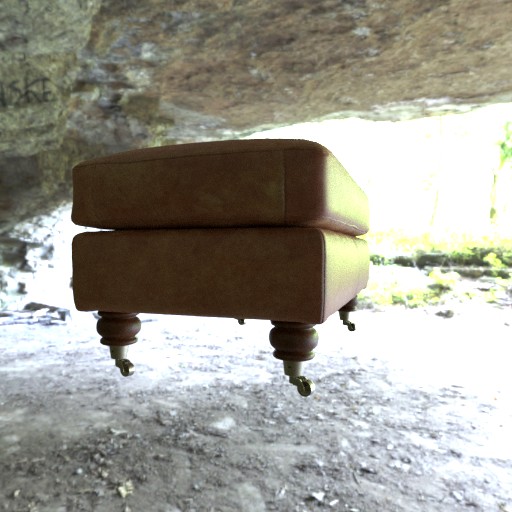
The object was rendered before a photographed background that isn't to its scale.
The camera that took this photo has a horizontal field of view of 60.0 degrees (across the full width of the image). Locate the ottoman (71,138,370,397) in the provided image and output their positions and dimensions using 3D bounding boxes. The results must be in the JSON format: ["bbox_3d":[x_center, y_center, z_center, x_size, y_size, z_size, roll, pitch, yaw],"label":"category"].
[{"bbox_3d":[0.000,0.000,1.218,0.565,0.507,0.852,0,1,19],"label":"ottoman"}]
